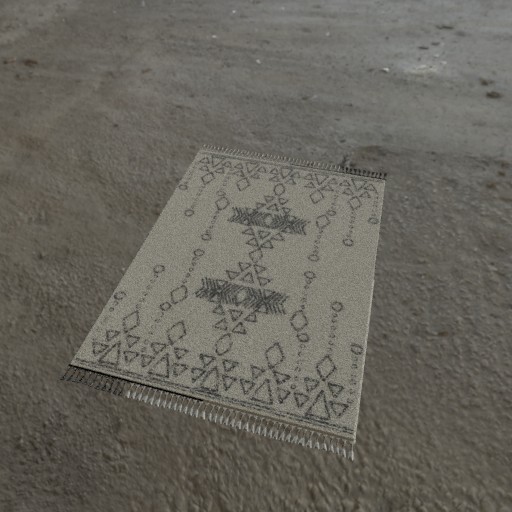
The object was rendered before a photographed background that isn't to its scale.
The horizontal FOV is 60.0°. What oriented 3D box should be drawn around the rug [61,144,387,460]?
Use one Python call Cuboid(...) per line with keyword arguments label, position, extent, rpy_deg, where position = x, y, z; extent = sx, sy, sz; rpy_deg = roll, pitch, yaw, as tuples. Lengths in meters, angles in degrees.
Cuboid(label="rug", position=(0.000, 0.000, 3.029), extent=(1.600, 0.013, 2.312), rpy_deg=(11, 49, 10))
